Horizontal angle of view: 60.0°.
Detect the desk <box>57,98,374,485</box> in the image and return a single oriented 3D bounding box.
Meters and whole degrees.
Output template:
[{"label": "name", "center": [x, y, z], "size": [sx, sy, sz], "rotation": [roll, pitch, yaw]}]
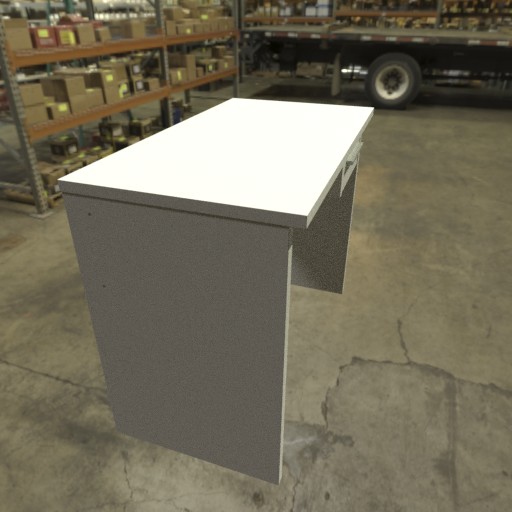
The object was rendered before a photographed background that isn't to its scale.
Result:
[{"label": "desk", "center": [0.000, 0.000, 1.335], "size": [0.498, 0.729, 0.900], "rotation": [10, 31, 17]}]
